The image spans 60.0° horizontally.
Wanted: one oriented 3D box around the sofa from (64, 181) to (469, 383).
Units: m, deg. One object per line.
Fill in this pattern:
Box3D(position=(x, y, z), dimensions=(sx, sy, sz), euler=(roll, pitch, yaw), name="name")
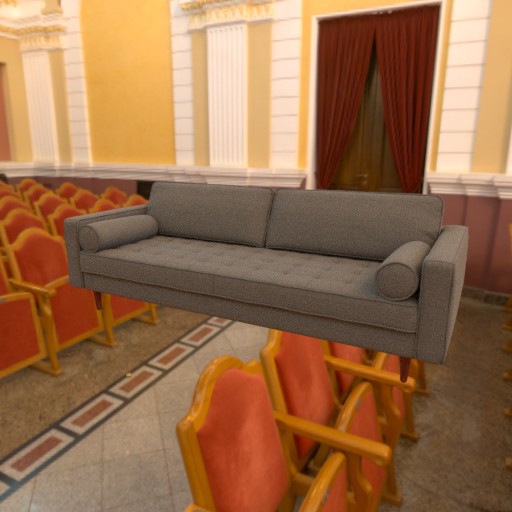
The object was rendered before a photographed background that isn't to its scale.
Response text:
Box3D(position=(0.000, 0.000, 2.598), dimensions=(2.198, 0.762, 0.914), euler=(7, 16, 27), name="sofa")
